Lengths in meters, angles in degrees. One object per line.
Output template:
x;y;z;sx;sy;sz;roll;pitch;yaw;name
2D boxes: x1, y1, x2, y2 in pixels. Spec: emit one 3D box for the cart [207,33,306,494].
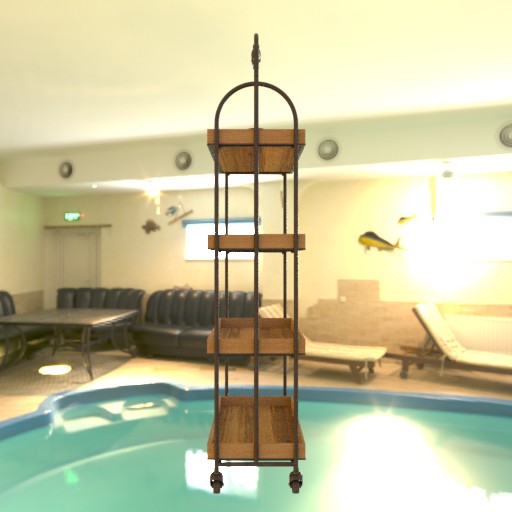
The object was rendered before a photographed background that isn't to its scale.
0.000;0.000;1.638;0.308;1.481;0.581;0;0;0;cart
